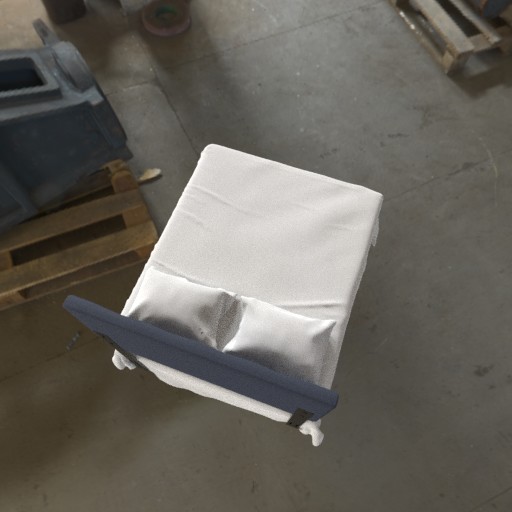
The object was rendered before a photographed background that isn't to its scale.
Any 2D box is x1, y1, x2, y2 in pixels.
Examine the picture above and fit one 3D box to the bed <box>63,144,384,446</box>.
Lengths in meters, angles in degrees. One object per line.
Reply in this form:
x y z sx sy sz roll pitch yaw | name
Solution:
0.000 0.000 3.516 1.936 1.577 2.222 18 66 8 | bed
